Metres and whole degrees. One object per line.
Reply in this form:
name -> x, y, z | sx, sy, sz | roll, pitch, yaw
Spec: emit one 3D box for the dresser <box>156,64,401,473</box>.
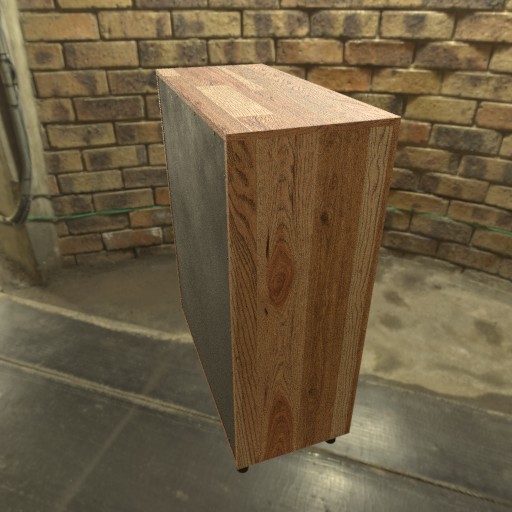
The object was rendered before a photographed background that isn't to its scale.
dresser -> 0.000, 0.000, 1.719 | 0.480, 1.243, 0.966 | -10, 32, -17
